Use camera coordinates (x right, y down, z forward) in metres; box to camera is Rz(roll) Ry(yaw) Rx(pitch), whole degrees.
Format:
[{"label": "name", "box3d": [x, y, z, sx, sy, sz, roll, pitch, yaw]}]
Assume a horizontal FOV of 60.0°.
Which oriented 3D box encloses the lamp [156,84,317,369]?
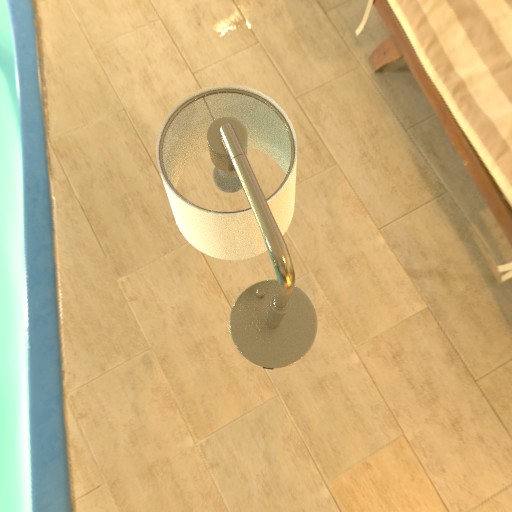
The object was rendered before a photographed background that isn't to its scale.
[{"label": "lamp", "box3d": [0.000, 0.000, 0.631, 0.171, 0.489, 0.333, -22, 78, -5]}]
